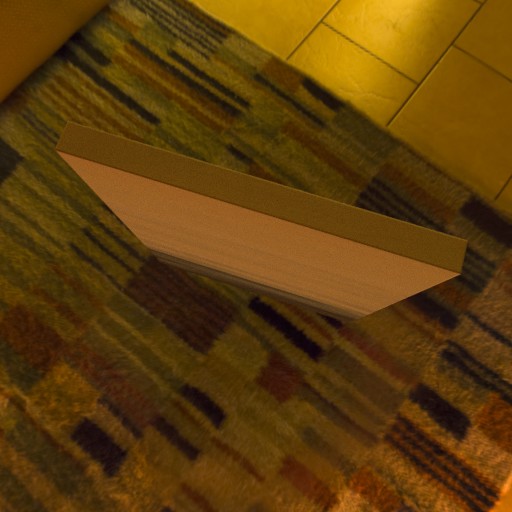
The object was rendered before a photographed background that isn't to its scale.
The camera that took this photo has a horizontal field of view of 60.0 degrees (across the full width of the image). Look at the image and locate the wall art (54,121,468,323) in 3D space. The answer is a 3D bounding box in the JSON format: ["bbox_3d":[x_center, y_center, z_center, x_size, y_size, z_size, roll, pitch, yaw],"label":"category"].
[{"bbox_3d":[0.000,0.000,0.808,0.489,0.608,0.040,17,77,4],"label":"wall art"}]
